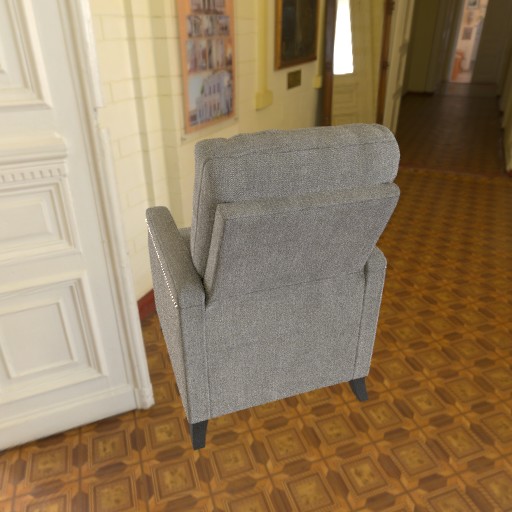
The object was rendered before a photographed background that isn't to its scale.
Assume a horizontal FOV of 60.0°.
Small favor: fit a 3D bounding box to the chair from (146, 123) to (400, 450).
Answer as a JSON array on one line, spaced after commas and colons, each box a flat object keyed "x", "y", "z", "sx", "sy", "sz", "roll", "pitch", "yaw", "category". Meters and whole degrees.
[{"x": 0.000, "y": 0.000, "z": 1.645, "sx": 0.710, "sy": 1.049, "sz": 0.922, "roll": -9, "pitch": 29, "yaw": -17, "category": "chair"}]
